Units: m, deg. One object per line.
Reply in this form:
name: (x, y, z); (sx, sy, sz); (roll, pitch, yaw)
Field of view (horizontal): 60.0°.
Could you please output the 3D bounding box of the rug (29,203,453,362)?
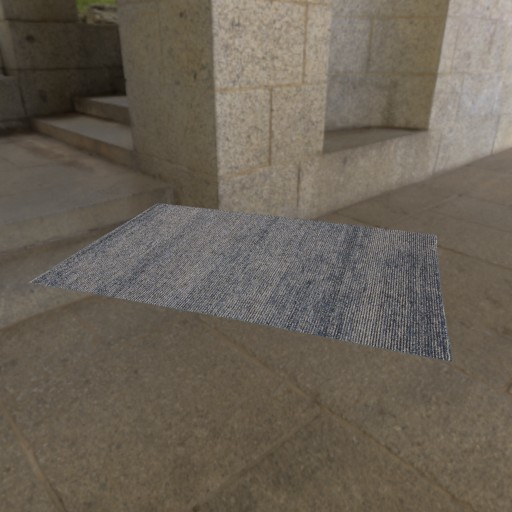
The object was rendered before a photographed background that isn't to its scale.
rug: (0.000, 0.000, 2.192); (1.740, 0.010, 1.135); (8, 27, 16)
